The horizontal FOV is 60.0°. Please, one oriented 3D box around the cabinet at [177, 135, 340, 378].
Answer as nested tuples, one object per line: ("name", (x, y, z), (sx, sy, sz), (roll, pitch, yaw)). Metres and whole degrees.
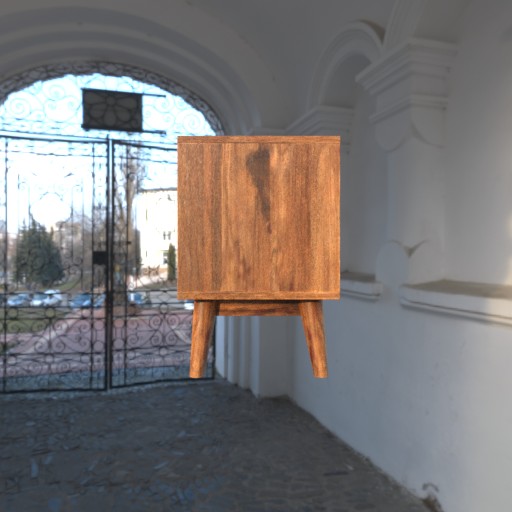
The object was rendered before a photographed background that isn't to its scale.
("cabinet", (0.000, 0.000, 1.672), (0.349, 0.528, 1.448), (0, 1, 0))
